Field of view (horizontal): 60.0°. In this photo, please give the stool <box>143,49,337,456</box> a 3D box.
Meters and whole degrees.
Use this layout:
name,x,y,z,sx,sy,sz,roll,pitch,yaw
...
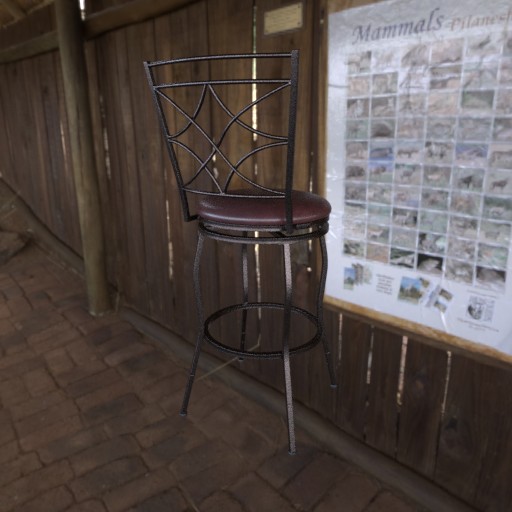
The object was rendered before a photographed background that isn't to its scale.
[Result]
name,x,y,z,sx,sy,sz,roll,pitch,yaw
stool,0.000,0.000,1.405,0.434,1.117,0.534,8,19,26
